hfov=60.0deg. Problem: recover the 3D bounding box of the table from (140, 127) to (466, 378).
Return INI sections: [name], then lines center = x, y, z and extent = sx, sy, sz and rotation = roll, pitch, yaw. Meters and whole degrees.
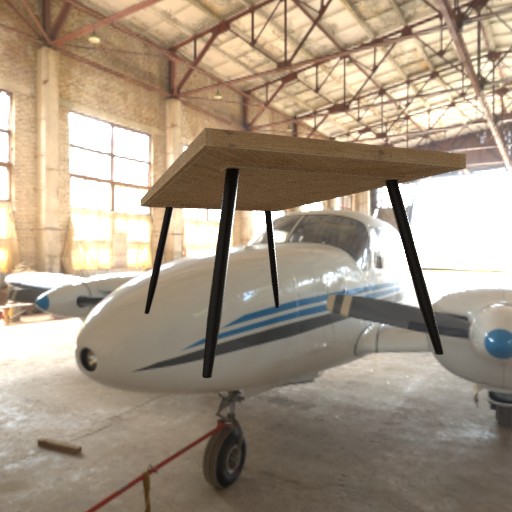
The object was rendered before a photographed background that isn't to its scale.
[table]
center = 0.000, 0.000, 2.319
extent = 0.991, 0.762, 1.803
rotation = 0, 0, -20
